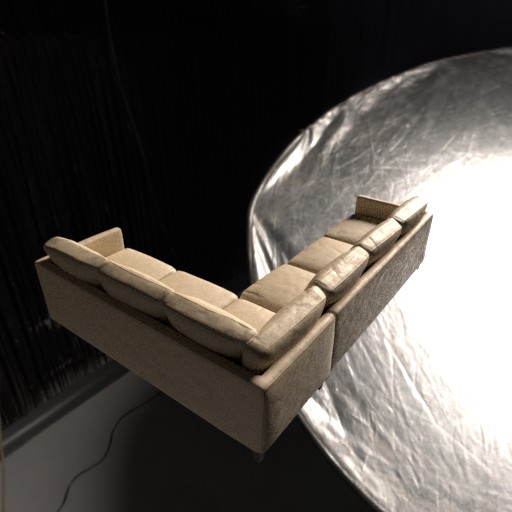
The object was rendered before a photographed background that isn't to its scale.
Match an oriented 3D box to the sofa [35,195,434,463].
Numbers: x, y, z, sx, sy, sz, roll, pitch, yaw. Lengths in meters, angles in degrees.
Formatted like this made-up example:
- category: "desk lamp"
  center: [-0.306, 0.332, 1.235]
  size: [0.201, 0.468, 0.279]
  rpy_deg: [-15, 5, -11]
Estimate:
- category: "sofa"
  center: [0.000, 0.000, 4.563]
  size: [2.593, 0.947, 3.302]
  rpy_deg: [20, 36, 31]
